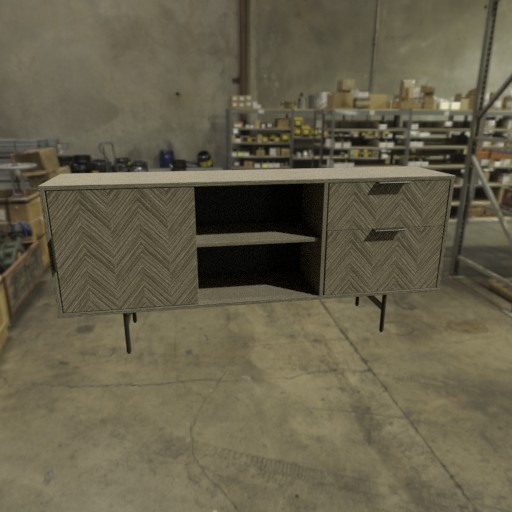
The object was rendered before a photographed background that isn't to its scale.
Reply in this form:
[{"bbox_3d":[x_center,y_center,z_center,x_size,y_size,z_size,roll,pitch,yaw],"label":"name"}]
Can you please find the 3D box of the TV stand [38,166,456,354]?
[{"bbox_3d":[0.000,0.000,2.172,1.804,0.787,0.405,-3,18,-9],"label":"TV stand"}]
